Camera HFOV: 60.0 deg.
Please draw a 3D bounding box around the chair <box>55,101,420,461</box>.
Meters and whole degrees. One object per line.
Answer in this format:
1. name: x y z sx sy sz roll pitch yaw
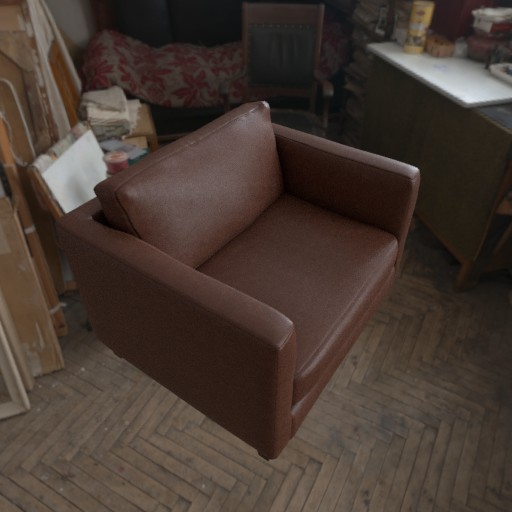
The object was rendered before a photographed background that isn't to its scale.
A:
1. chair: 0.000 0.000 1.819 0.959 0.917 1.107 25 47 25
